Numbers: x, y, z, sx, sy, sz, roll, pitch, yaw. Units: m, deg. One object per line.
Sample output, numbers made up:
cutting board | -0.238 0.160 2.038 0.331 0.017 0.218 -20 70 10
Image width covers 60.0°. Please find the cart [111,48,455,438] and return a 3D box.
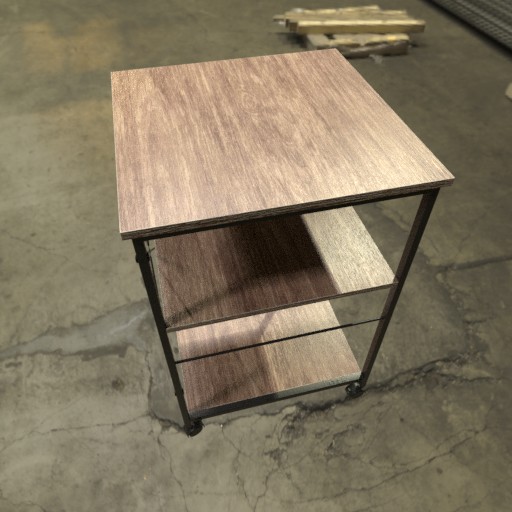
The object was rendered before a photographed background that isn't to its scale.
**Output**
cart | 0.000 0.000 1.108 0.520 0.762 0.521 -10 48 -10
